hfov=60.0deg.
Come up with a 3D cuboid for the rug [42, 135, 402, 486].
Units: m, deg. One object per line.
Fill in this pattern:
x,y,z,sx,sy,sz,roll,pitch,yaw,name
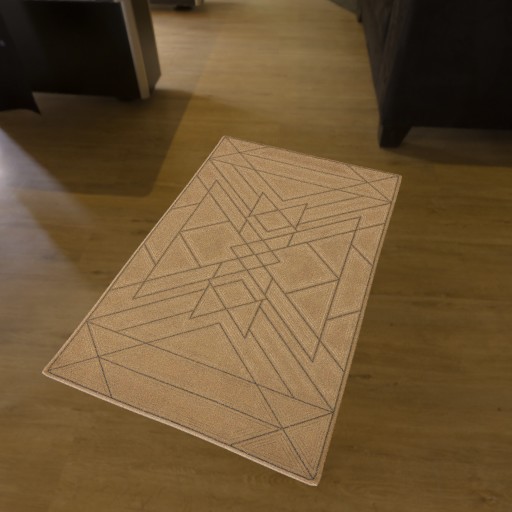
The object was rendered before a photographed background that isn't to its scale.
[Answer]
0.000,0.000,2.994,1.575,0.023,2.459,16,50,14,rug
